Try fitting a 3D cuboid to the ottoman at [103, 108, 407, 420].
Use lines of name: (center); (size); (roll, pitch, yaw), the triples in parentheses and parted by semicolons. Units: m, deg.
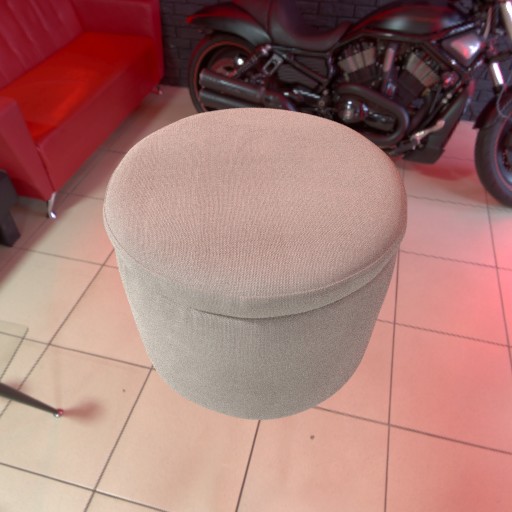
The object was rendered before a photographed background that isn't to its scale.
ottoman: (0.000, 0.000, 0.851); (0.497, 0.409, 0.497); (0, 46, 0)
